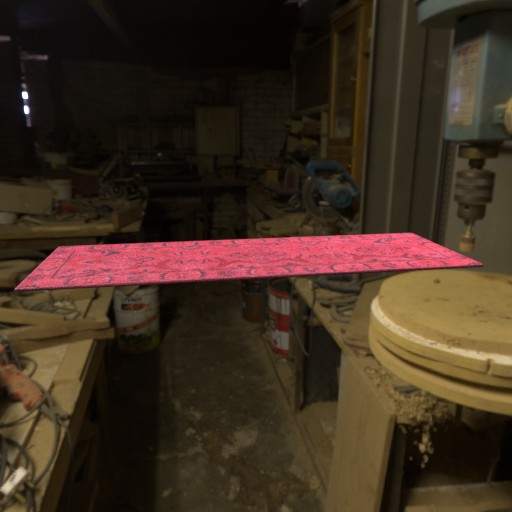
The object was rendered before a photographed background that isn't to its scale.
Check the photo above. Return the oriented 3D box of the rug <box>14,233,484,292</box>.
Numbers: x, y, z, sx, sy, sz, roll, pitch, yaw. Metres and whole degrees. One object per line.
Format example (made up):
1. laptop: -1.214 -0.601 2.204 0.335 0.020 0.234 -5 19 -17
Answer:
1. rug: 0.000 0.000 2.658 2.439 0.018 0.813 -3 16 -9
